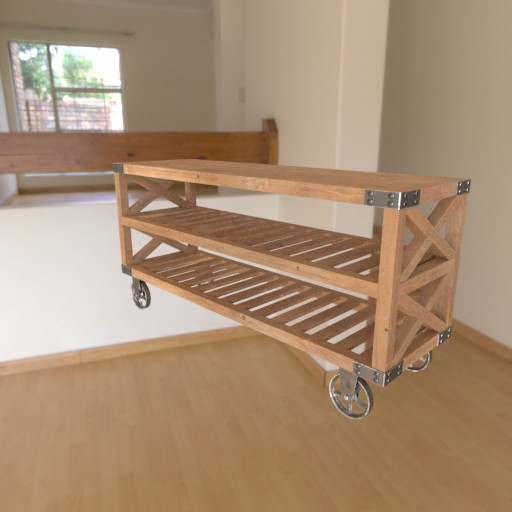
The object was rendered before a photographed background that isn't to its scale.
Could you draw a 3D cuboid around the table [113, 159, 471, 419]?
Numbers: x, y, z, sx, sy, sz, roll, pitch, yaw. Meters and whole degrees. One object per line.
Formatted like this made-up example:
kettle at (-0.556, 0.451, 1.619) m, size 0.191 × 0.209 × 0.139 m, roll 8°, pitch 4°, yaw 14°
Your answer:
table at (0.000, 0.000, 1.847) m, size 0.467 × 0.711 × 1.487 m, roll -15°, pitch 22°, yaw -43°
